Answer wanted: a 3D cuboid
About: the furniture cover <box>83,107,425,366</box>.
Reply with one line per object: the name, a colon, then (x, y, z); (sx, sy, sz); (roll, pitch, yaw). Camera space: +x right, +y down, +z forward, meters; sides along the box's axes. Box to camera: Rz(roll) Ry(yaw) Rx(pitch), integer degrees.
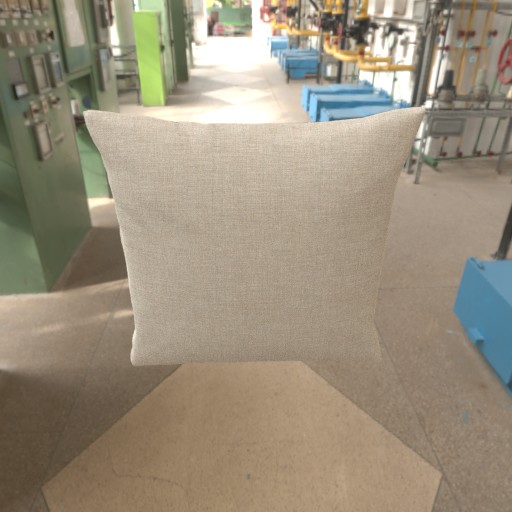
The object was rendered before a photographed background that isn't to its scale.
furniture cover: (0.000, 0.000, 0.788); (0.517, 0.508, 0.158); (-1, 29, -1)
